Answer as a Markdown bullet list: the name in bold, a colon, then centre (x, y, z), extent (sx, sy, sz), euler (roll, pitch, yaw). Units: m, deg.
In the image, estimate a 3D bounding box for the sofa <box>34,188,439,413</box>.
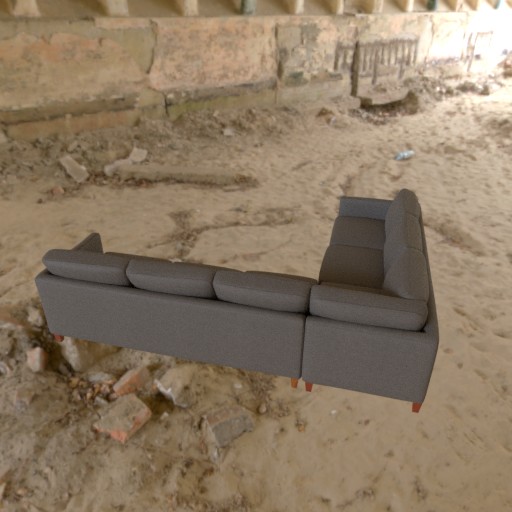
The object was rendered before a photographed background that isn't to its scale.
- **sofa**: centre (0.000, 0.000, 4.569), extent (3.302, 0.947, 2.593), euler (7, 30, 13)
